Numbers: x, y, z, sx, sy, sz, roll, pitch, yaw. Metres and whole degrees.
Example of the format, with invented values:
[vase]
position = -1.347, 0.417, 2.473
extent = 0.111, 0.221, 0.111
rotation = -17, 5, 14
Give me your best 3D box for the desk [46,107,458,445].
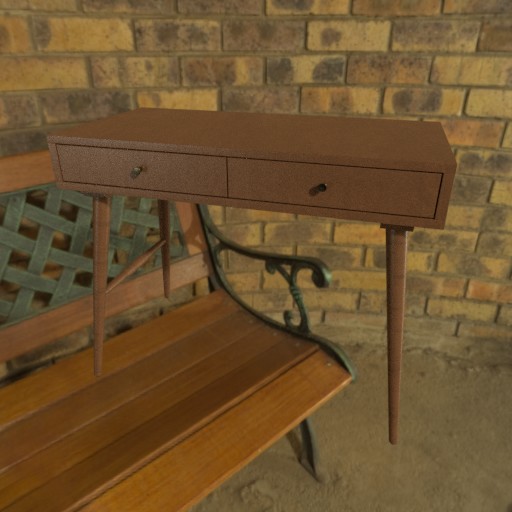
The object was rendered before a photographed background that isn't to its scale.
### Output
[desk]
position = 0.000, 0.000, 1.344
extent = 0.949, 0.758, 0.510
rotation = 8, 28, 15
